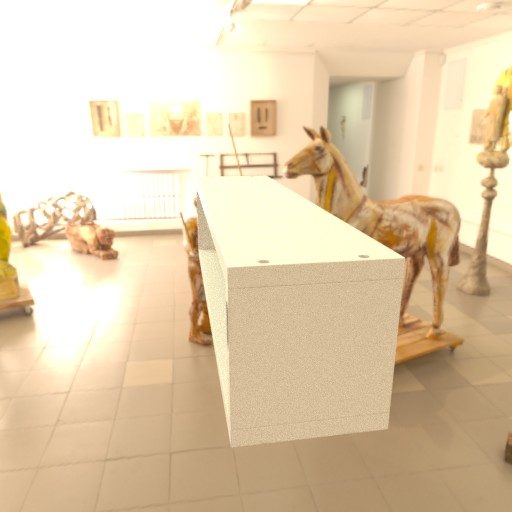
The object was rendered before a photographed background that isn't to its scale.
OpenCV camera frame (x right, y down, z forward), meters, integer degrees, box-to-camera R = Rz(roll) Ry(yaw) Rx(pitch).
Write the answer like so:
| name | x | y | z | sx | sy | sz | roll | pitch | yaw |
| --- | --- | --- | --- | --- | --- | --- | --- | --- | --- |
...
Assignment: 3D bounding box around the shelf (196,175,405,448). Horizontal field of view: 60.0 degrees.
| name | x | y | z | sx | sy | sz | roll | pitch | yaw |
| --- | --- | --- | --- | --- | --- | --- | --- | --- | --- |
| shelf | 0.000 | 0.000 | 0.672 | 0.150 | 0.170 | 0.610 | -3 | 17 | -9 |
